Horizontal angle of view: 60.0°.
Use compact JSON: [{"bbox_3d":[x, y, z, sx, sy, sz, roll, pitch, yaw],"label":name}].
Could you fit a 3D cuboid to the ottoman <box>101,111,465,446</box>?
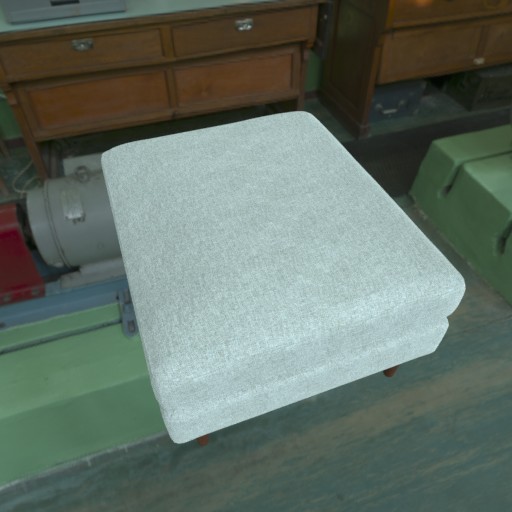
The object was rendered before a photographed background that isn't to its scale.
[{"bbox_3d":[0.000,0.000,1.250,0.693,0.474,0.821,-15,48,-14],"label":"ottoman"}]
